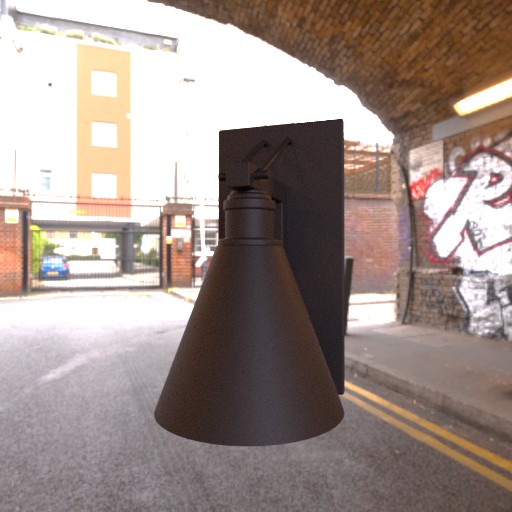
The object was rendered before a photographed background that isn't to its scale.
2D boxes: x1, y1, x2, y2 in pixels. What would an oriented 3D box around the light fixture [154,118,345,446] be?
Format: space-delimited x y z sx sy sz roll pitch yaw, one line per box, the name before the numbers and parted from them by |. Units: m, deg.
light fixture | 0.000 0.000 0.423 0.170 0.298 0.207 0 0 18
